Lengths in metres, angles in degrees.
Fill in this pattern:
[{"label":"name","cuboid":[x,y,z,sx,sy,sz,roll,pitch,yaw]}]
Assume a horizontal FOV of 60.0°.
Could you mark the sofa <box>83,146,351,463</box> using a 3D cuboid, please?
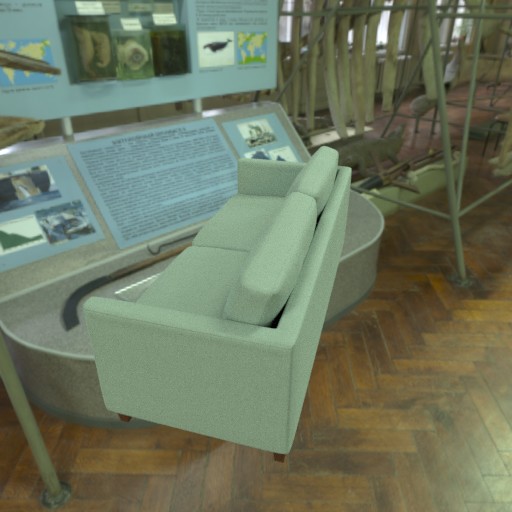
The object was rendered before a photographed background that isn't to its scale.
[{"label":"sofa","cuboid":[0.000,0.000,2.796,0.951,0.965,2.208,8,30,14]}]
